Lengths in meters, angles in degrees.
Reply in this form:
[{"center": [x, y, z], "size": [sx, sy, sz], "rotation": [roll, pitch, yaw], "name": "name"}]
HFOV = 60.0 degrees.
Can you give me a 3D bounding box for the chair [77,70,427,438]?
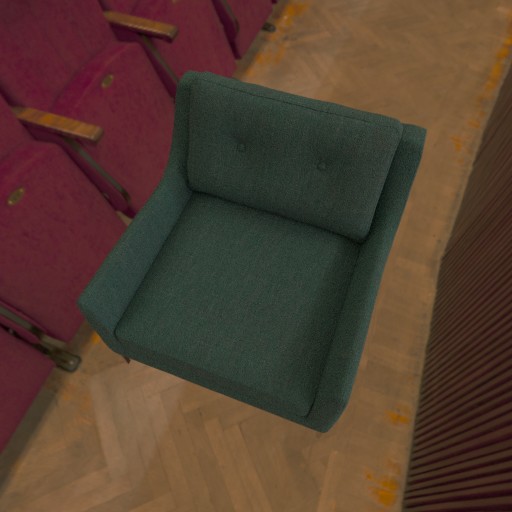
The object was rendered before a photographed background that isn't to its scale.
[{"center": [0.000, 0.000, 1.516], "size": [0.847, 0.828, 0.849], "rotation": [18, 60, 11], "name": "chair"}]
